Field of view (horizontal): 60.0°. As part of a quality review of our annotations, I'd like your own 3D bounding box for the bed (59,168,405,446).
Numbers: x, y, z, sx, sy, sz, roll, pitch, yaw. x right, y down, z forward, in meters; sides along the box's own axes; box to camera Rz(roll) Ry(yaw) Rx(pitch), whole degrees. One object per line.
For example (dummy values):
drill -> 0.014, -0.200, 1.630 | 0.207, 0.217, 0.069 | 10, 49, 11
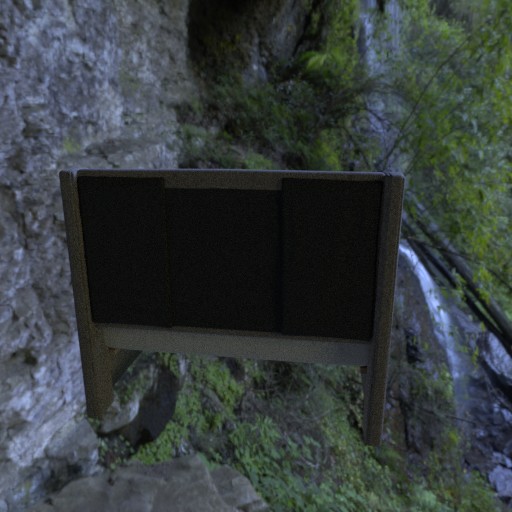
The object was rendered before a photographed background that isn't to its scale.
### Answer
bed -> 0.000, 0.000, 3.396 | 1.714, 1.476, 2.245 | 2, 16, 8
